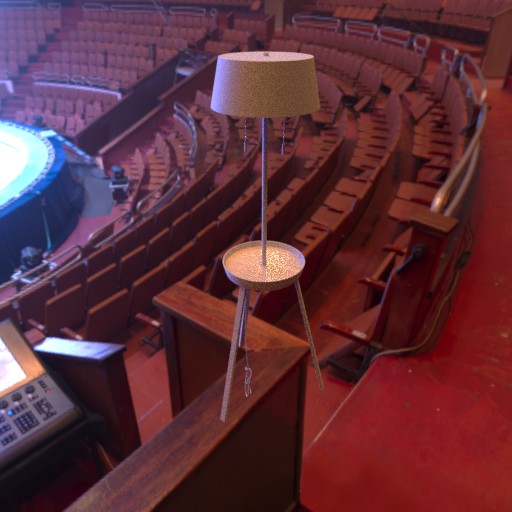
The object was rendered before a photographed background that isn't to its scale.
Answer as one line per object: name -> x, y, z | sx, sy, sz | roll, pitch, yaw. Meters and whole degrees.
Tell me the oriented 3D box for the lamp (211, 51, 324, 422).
lamp -> 0.000, 0.000, 1.715 | 0.508, 1.429, 0.468 | 21, 35, 32
